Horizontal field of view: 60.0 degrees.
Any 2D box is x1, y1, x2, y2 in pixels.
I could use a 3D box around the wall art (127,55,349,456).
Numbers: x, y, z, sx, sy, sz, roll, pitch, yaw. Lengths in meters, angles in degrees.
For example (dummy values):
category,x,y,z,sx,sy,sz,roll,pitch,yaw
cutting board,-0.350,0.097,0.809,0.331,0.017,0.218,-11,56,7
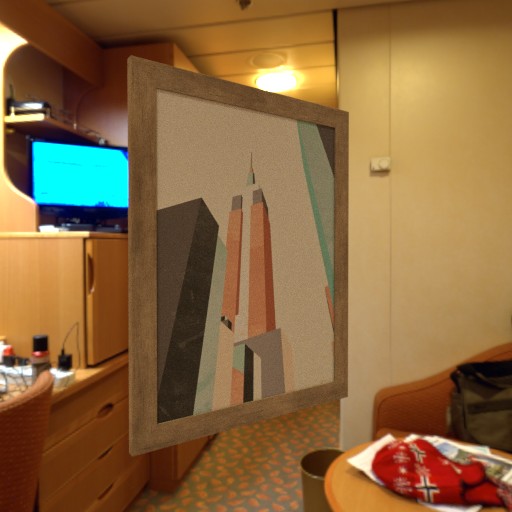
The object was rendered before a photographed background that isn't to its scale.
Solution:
category,x,y,z,sx,sy,sz,roll,pitch,yaw
wall art,0.000,0.000,0.919,0.534,0.686,0.018,-1,1,-35
